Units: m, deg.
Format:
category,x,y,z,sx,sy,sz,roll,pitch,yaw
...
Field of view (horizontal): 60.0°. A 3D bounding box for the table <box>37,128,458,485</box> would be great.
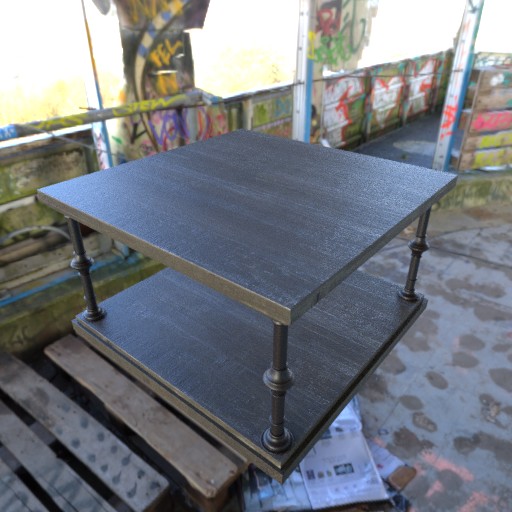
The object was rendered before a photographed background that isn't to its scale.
category,x,y,z,sx,sy,sz,roll,pitch,yaw
table,0.000,0.000,1.133,0.696,0.400,0.696,22,37,33
